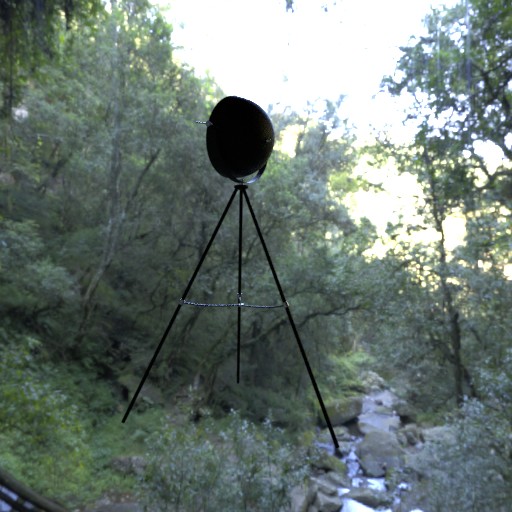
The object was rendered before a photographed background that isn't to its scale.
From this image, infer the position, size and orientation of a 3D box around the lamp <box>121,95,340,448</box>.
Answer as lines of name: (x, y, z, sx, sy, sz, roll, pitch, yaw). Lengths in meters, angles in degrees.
lamp: (0.000, 0.000, 2.073, 0.920, 1.512, 0.817, 0, 0, 35)
